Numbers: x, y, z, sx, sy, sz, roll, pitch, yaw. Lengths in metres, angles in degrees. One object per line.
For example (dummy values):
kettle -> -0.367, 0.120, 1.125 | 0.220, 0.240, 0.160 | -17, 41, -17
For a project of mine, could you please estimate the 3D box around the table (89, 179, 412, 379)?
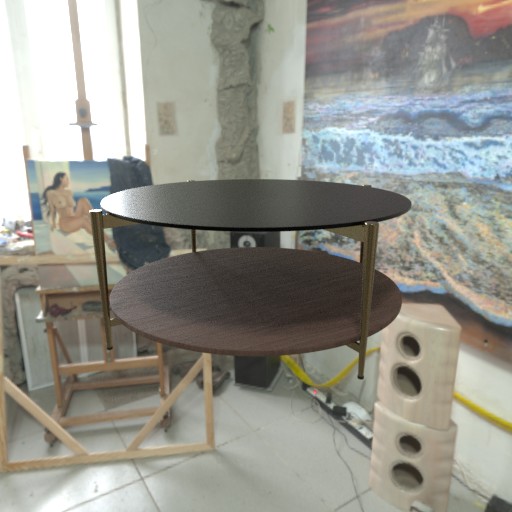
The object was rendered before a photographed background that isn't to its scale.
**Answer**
table -> 0.000, 0.000, 1.465 | 0.938, 0.400, 0.938 | 8, 18, 26
